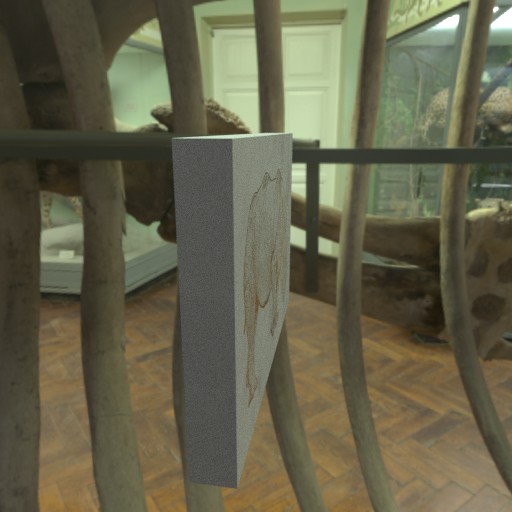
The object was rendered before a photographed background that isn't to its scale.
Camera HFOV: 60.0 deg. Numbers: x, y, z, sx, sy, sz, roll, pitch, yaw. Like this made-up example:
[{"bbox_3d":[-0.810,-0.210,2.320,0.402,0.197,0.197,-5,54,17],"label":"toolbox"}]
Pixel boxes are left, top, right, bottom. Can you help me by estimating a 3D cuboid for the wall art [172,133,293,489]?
[{"bbox_3d":[0.000,0.000,0.481,0.038,0.254,0.381,3,16,10],"label":"wall art"}]
